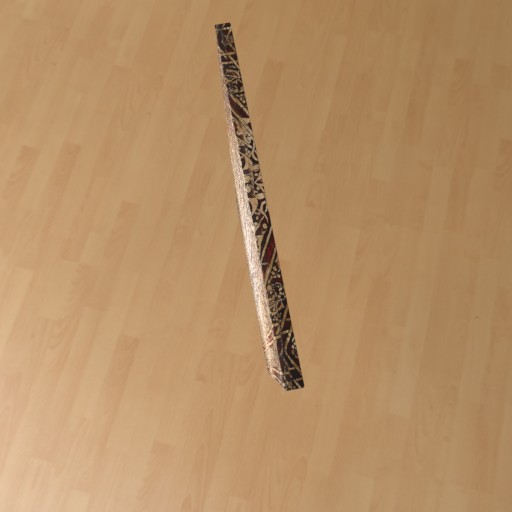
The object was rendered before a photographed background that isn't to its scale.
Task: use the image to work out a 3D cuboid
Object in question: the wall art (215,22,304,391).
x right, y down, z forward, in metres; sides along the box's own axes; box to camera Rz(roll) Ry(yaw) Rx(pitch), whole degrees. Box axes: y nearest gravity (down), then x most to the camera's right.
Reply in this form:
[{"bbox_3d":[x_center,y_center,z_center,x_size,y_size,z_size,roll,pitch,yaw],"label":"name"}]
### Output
[{"bbox_3d":[0.000,0.000,0.740,0.020,0.599,0.397,-10,77,-2],"label":"wall art"}]
